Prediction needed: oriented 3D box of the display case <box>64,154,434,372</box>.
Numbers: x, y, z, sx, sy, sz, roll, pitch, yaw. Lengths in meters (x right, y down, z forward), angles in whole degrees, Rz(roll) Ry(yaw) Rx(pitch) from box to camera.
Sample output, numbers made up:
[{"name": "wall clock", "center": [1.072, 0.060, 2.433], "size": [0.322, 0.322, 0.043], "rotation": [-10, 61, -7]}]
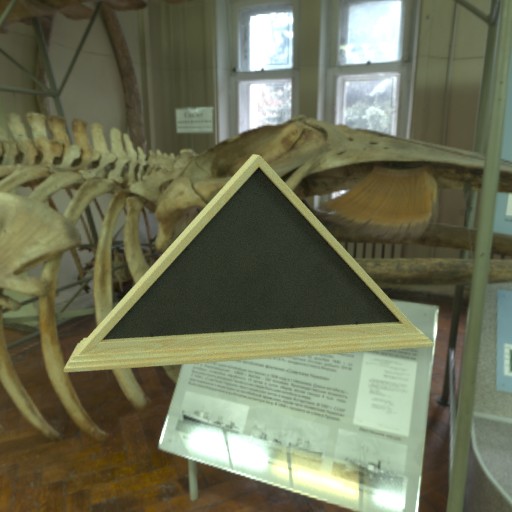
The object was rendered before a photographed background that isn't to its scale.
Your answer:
[{"name": "display case", "center": [0.000, 0.000, 0.764], "size": [0.640, 0.340, 0.095], "rotation": [-2, 14, -8]}]
